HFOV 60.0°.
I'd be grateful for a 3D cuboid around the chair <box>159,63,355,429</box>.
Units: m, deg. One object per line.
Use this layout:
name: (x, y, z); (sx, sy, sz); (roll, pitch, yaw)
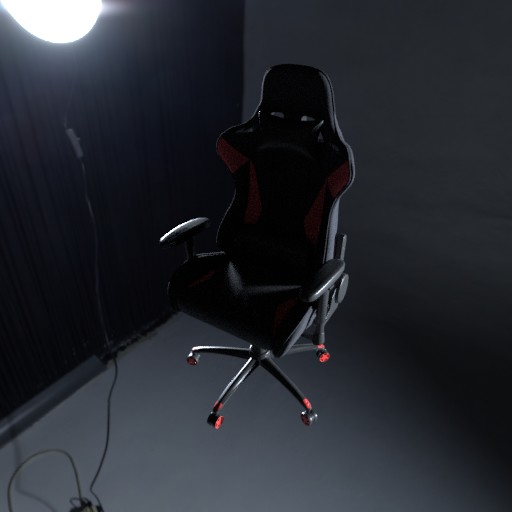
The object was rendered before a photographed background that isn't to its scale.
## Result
chair: (0.000, 0.000, 1.721); (0.695, 1.326, 0.658); (19, 35, 29)
